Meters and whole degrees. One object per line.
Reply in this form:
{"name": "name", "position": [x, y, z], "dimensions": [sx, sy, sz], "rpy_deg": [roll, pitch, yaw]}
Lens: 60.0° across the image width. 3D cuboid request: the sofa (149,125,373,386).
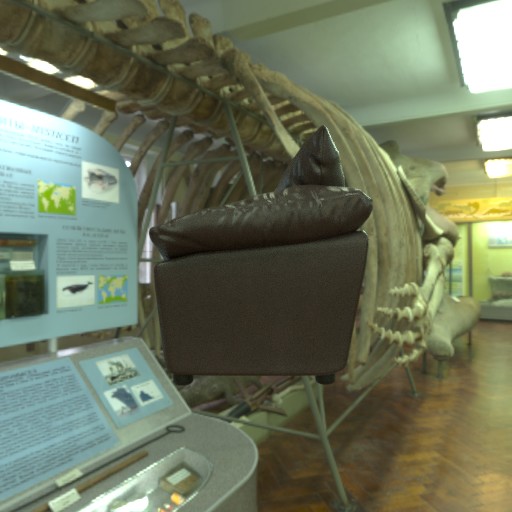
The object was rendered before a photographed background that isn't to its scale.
{"name": "sofa", "position": [0.000, 0.000, 2.846], "dimensions": [0.907, 1.091, 2.390], "rpy_deg": [0, 0, -1]}
